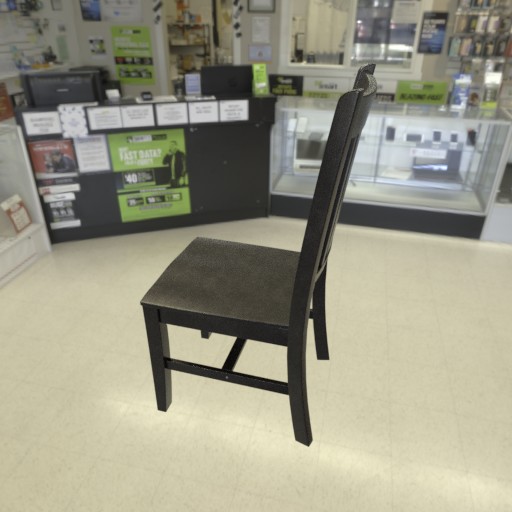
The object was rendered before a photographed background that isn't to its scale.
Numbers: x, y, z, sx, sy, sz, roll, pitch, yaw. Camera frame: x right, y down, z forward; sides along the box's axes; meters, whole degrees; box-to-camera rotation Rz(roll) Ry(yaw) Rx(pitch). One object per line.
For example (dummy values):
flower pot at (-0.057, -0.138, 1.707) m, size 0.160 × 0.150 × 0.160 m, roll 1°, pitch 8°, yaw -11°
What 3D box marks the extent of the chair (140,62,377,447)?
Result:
chair at (0.000, 0.000, 1.275) m, size 0.555 × 0.998 × 0.450 m, roll 8°, pitch 31°, yaw 14°
